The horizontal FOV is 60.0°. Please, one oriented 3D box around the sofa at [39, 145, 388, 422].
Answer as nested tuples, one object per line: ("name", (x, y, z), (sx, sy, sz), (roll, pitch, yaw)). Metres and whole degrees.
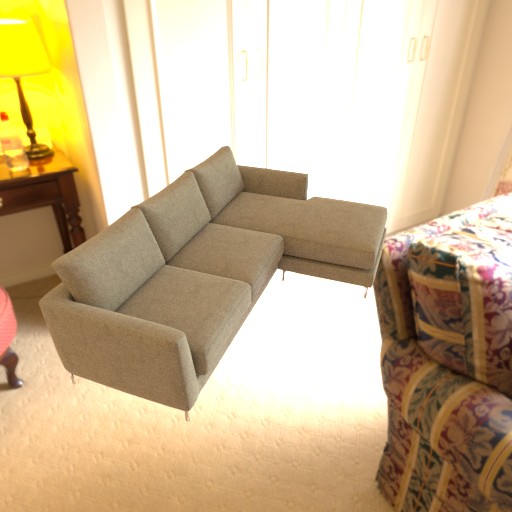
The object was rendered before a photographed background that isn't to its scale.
("sofa", (0.000, 0.000, 3.170), (1.626, 0.864, 2.438), (11, 33, 18))
